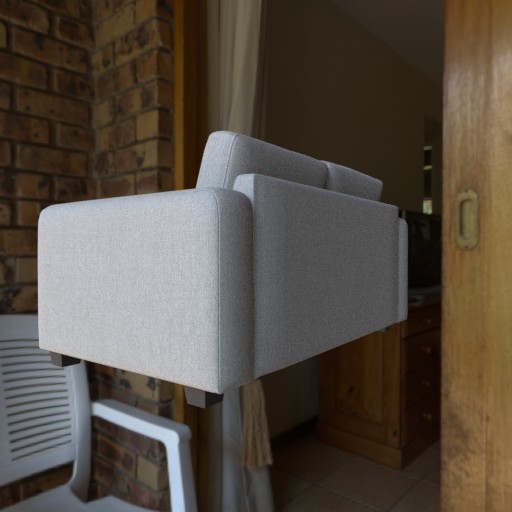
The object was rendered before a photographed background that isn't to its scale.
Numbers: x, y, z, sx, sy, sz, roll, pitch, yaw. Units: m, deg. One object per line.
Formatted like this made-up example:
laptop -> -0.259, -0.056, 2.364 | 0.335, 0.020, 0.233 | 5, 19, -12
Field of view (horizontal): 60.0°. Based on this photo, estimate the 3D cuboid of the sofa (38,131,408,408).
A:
sofa -> 0.000, 0.000, 1.977 | 0.900, 0.800, 1.540 | 1, 1, 36
